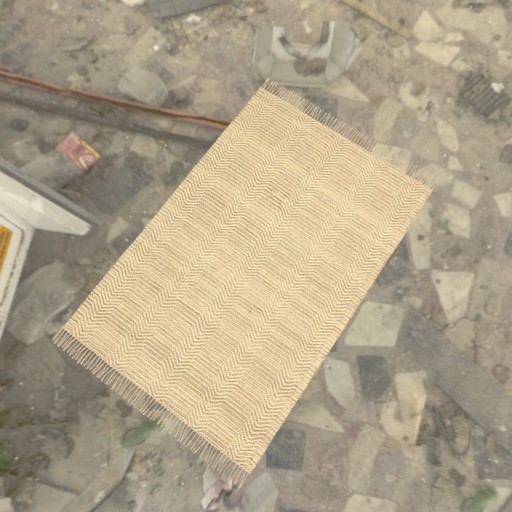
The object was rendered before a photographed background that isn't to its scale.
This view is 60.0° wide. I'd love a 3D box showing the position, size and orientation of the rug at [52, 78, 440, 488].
[{"bbox_3d":[0.000,0.000,2.457,1.224,0.027,2.021,34,76,9],"label":"rug"}]
